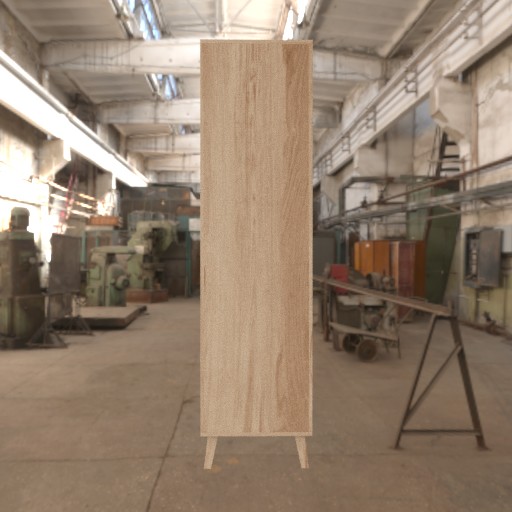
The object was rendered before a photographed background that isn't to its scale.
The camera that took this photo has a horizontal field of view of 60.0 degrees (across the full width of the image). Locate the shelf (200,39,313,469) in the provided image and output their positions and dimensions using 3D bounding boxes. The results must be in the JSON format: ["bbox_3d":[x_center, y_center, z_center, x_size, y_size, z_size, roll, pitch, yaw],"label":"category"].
[{"bbox_3d":[0.000,0.000,2.237,0.510,1.960,0.450,0,1,-1],"label":"shelf"}]
